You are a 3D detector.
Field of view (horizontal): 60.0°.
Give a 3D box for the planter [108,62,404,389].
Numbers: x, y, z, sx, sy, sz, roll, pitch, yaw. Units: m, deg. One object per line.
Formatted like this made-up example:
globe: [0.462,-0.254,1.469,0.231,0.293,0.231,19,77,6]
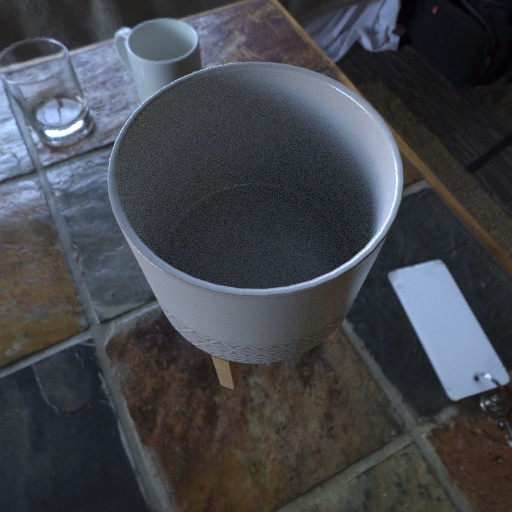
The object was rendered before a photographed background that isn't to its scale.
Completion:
planter: [0.000,0.000,0.526,0.249,0.343,0.249,0,62,0]
